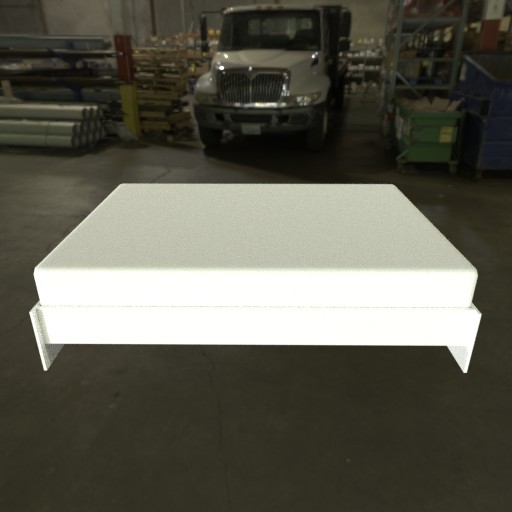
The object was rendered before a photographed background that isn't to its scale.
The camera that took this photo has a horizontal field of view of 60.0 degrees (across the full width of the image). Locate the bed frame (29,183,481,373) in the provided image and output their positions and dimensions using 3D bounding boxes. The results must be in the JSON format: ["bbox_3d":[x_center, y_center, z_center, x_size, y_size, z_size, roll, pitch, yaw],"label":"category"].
[{"bbox_3d":[0.000,0.000,2.589,1.945,0.497,1.445,0,25,0],"label":"bed frame"}]
